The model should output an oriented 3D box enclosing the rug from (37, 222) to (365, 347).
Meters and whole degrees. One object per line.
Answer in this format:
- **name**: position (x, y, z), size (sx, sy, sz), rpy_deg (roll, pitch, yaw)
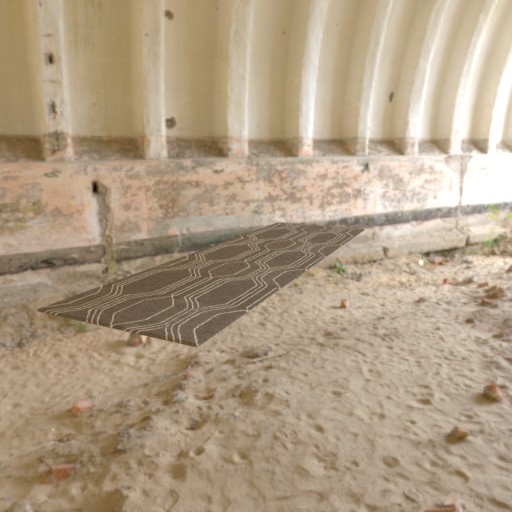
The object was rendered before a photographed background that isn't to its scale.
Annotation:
- **rug**: position (0.000, 0.000, 2.703), size (0.773, 0.012, 2.464), rpy_deg (7, 15, 25)
